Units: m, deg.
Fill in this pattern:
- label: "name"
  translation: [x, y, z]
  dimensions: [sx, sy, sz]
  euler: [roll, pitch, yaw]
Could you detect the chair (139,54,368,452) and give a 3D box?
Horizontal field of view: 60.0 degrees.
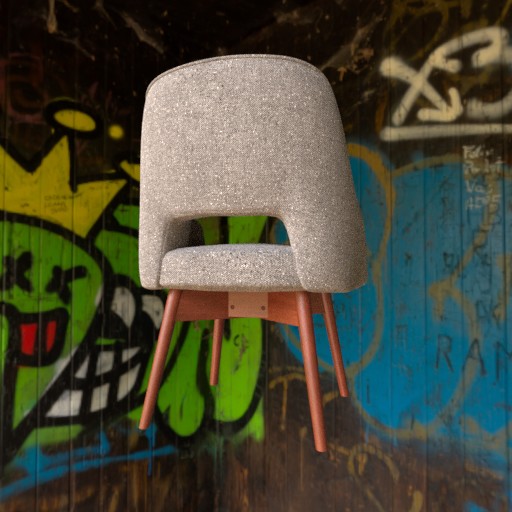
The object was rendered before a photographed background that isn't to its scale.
- label: "chair"
  translation: [0.000, 0.000, 1.272]
  dimensions: [0.608, 0.875, 0.629]
  euler: [-1, -2, 18]
